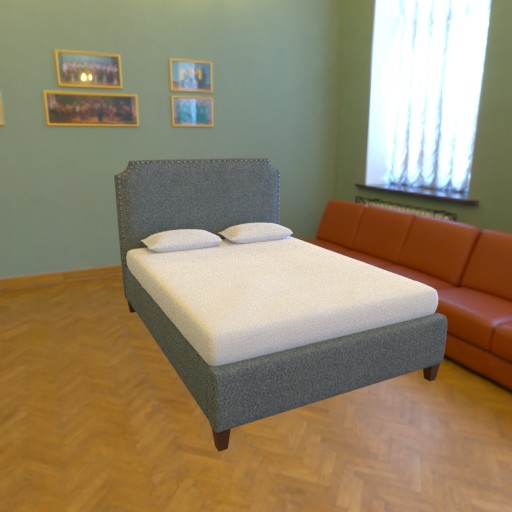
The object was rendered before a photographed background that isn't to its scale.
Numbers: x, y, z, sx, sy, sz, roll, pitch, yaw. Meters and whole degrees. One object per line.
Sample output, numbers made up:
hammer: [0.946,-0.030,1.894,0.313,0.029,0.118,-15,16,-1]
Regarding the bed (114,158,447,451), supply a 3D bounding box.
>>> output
bed: [0.000,0.000,3.536,1.712,1.443,2.372,-7,16,-26]
